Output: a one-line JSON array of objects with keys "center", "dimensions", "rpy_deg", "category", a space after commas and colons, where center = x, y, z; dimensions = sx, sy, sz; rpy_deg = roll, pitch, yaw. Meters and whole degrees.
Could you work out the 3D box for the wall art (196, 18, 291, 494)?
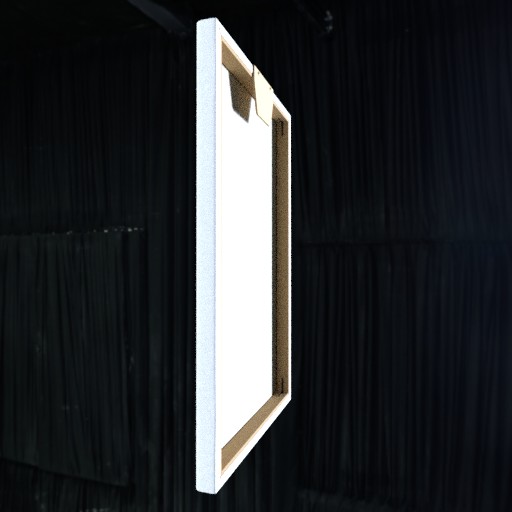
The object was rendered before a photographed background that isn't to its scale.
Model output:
[{"center": [0.000, 0.000, 1.127], "dimensions": [0.048, 0.902, 0.602], "rpy_deg": [0, -1, 18], "category": "wall art"}]
